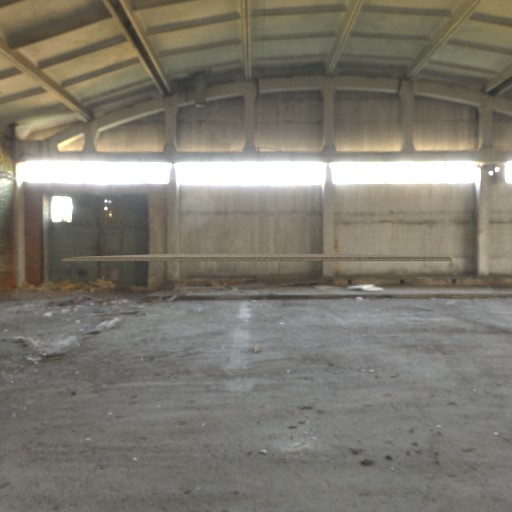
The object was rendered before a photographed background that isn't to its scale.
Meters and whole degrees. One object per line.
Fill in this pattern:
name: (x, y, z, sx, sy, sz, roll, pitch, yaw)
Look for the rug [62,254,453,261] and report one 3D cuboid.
rug: (0.000, 0.000, 3.421, 1.819, 0.018, 2.746, 0, 1, 0)
